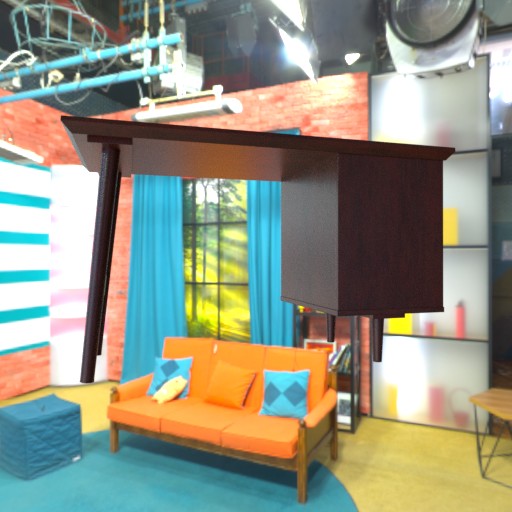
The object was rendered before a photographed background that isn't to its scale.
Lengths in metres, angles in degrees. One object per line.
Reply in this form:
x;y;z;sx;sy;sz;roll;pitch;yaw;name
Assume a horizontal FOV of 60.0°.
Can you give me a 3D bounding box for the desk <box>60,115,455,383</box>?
0.000;0.000;1.667;1.277;0.758;0.612;0;0;-16;desk
